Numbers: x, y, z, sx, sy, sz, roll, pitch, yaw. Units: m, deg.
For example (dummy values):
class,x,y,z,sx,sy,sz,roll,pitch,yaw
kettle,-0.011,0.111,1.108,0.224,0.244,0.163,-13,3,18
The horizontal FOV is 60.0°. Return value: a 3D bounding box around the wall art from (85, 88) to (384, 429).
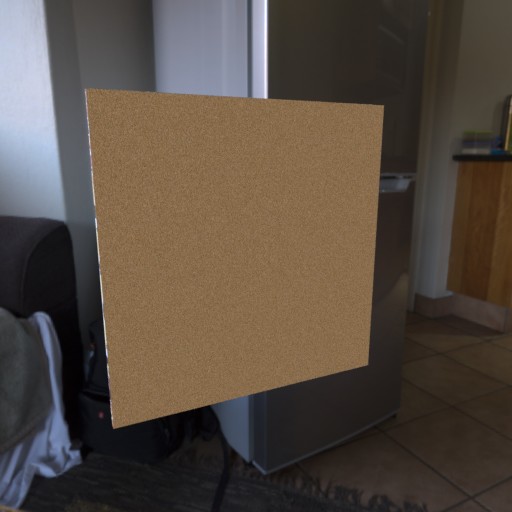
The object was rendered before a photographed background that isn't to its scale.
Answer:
class,x,y,z,sx,sy,sz,roll,pitch,yaw
wall art,0.000,0.000,0.603,0.404,0.406,0.010,-6,14,-25
